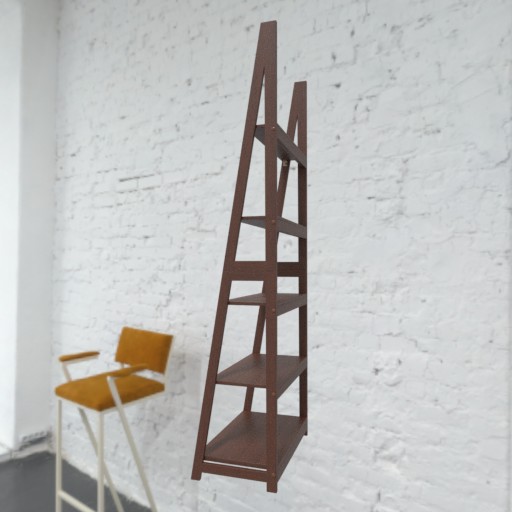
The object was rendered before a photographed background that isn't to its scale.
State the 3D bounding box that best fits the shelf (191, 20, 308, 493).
[{"bbox_3d":[0.000,0.000,1.993,0.350,1.770,0.600,0,-1,18],"label":"shelf"}]
